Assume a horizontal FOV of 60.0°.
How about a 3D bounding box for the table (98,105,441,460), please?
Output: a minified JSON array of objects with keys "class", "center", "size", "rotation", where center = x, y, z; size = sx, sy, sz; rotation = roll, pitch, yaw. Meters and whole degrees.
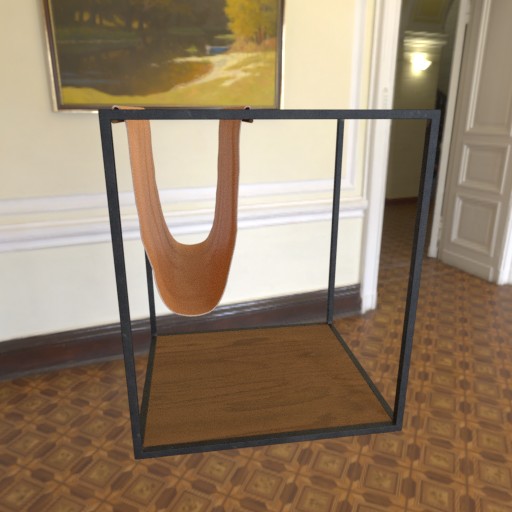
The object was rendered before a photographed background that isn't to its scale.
[{"class":"table","center":[0.000,0.000,0.840],"size":[0.450,0.536,0.399],"rotation":[-3,18,-8]}]
